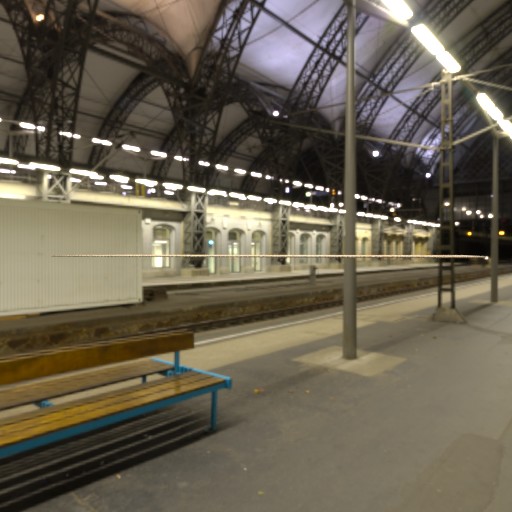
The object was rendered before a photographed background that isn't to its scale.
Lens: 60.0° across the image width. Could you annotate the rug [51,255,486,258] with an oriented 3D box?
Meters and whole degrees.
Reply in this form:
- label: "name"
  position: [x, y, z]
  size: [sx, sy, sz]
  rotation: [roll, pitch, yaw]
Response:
- label: "rug"
  position: [0.000, 0.000, 2.737]
  size: [2.432, 0.008, 0.766]
  rotation: [0, 0, 18]
